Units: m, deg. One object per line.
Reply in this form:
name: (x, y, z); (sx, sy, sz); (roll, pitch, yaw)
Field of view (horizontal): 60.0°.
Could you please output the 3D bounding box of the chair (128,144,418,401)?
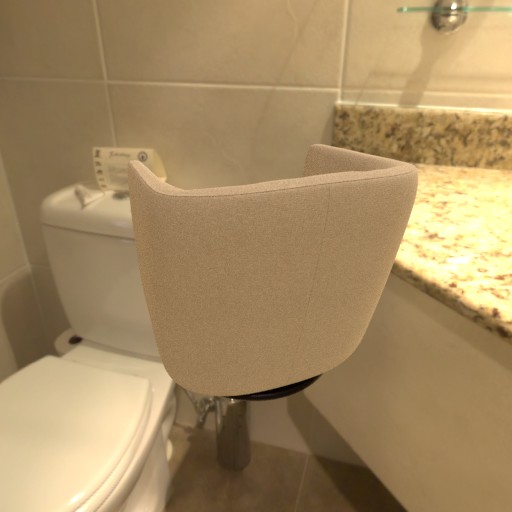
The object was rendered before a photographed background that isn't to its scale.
chair: (0.000, 0.000, 1.637); (0.822, 0.861, 0.986); (-10, 28, -18)
